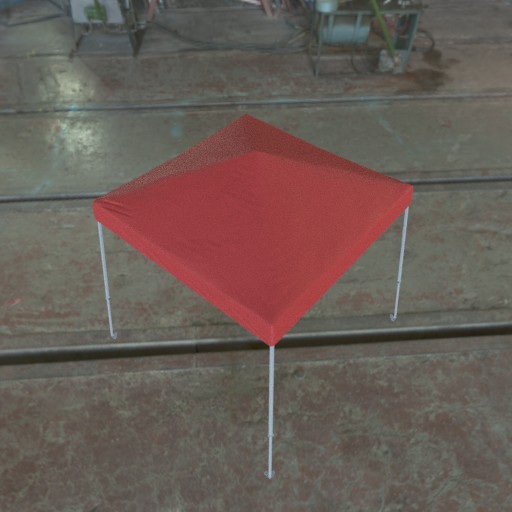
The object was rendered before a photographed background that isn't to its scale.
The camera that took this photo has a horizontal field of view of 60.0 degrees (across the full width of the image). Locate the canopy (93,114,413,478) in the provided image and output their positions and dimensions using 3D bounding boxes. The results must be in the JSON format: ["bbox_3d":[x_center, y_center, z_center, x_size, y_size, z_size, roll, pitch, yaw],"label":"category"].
[{"bbox_3d":[0.000,0.000,6.576,3.600,3.600,3.599,32,54,27],"label":"canopy"}]
